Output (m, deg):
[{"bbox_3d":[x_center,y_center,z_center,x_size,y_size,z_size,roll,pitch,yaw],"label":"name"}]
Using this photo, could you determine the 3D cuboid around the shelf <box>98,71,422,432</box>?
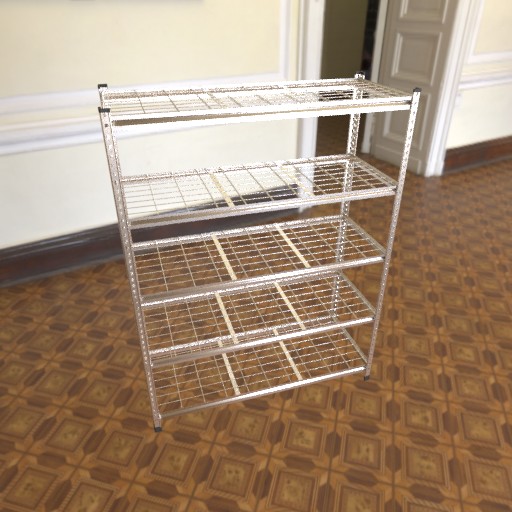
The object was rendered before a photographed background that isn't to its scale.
[{"bbox_3d":[0.000,0.000,2.734,1.524,1.981,0.610,-9,32,-15],"label":"shelf"}]
